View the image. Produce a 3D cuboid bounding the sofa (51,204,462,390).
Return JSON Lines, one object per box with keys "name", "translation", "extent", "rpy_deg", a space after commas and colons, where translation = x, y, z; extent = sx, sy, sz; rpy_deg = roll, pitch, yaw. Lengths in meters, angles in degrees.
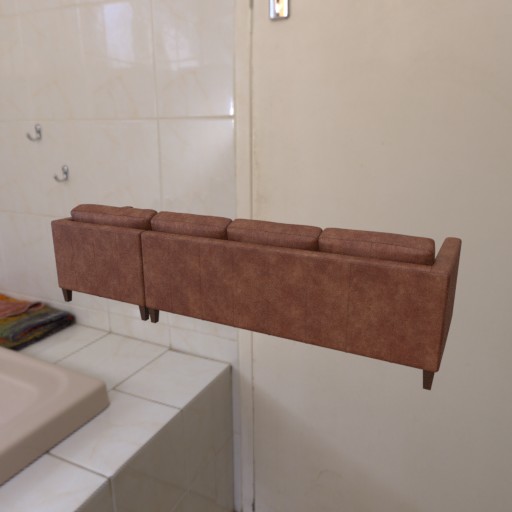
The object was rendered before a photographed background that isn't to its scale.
{"name": "sofa", "translation": [0.000, 0.000, 3.862], "extent": [3.203, 0.883, 1.581], "rpy_deg": [8, 17, 27]}
